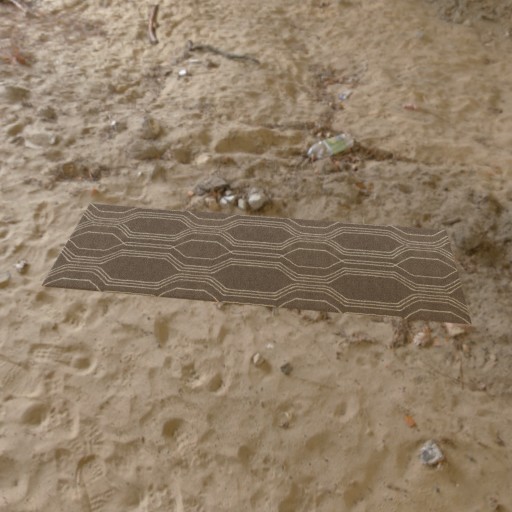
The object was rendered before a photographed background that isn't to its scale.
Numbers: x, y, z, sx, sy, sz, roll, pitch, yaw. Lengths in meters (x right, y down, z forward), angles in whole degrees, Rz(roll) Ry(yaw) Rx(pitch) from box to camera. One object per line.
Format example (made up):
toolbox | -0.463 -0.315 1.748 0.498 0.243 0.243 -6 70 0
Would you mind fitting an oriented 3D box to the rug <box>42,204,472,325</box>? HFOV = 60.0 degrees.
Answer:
rug | 0.000 0.000 2.787 2.464 0.012 0.773 5 46 4
